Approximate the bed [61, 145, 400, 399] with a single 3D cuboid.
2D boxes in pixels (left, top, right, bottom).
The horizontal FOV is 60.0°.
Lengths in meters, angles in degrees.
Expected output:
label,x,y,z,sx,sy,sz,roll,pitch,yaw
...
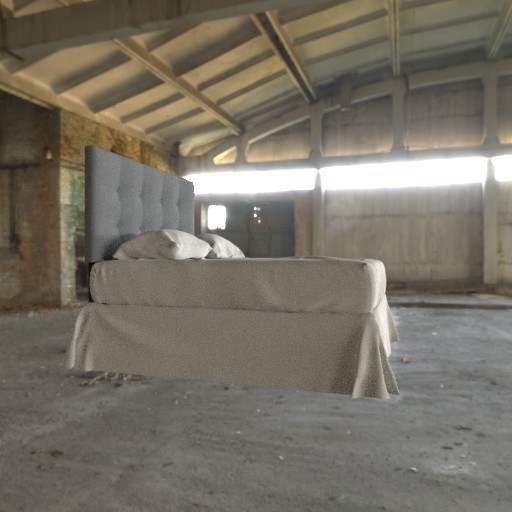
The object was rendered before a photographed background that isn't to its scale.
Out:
label,x,y,z,sx,sy,sz,roll,pitch,yaw
bed,0.000,0.000,3.600,2.222,1.577,1.936,0,0,18
